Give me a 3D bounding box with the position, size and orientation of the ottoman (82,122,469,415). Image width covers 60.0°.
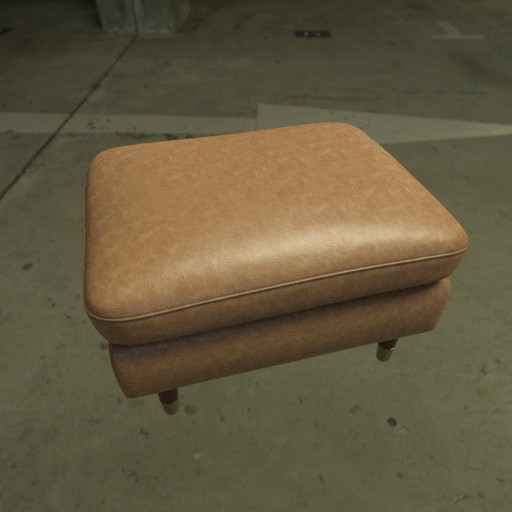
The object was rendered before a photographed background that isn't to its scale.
[{"bbox_3d":[0.000,0.000,1.096,0.747,0.478,0.593,-10,42,-12],"label":"ottoman"}]
